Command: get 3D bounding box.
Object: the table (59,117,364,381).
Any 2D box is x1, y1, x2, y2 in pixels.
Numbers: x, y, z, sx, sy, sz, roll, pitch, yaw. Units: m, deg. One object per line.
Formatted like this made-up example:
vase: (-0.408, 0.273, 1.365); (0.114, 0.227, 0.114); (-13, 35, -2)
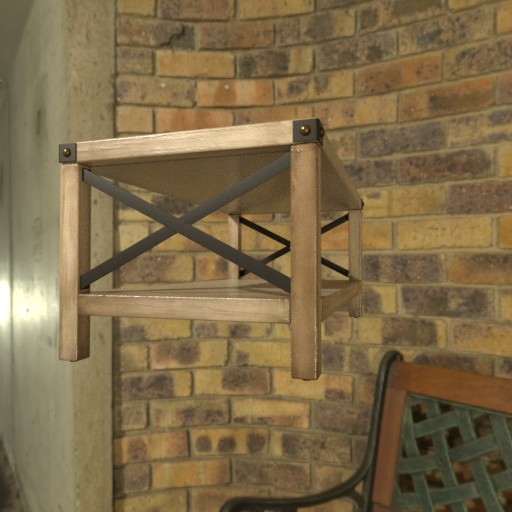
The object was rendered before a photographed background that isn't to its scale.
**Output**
table: (0.000, 0.000, 1.312); (0.559, 0.456, 1.016); (0, -1, 18)
